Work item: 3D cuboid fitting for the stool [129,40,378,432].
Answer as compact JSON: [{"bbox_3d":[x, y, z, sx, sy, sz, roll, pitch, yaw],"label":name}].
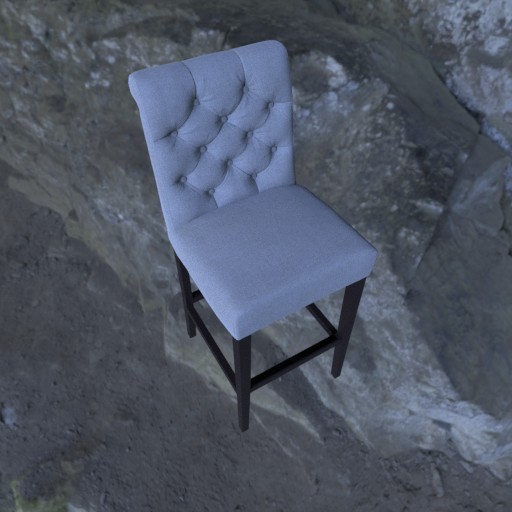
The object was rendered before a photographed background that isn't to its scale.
[{"bbox_3d":[0.000,0.000,1.474,0.493,1.140,0.601,-23,51,-21],"label":"stool"}]
